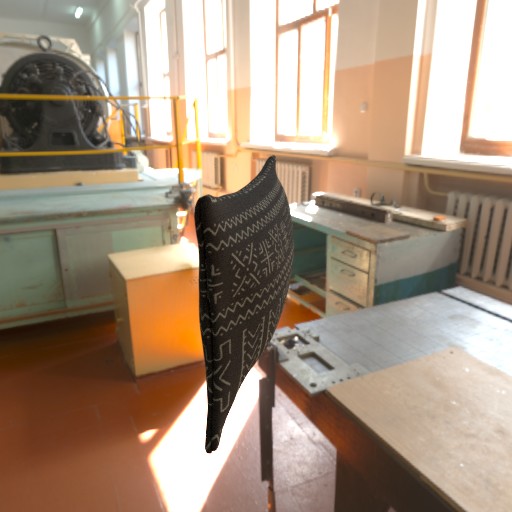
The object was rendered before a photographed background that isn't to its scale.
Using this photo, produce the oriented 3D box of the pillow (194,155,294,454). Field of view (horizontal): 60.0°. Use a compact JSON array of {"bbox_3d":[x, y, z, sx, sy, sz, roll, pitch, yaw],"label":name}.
[{"bbox_3d":[0.000,0.000,0.814,0.135,0.322,0.667,2,17,8],"label":"pillow"}]
